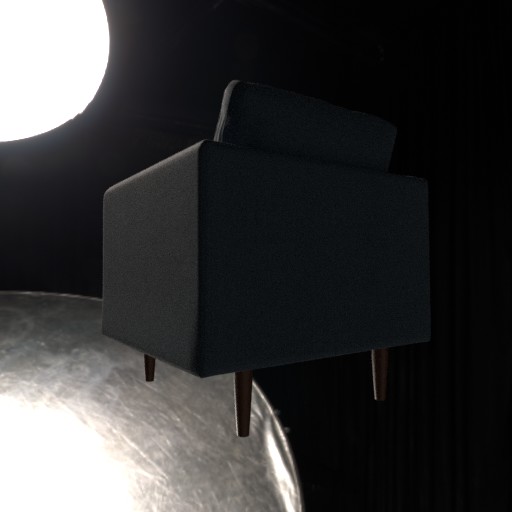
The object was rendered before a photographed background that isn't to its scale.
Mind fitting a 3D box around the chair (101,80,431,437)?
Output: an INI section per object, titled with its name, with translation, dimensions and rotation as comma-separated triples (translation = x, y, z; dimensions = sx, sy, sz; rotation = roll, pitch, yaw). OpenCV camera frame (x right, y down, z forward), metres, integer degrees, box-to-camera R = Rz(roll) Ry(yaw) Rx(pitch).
[chair]
translation = 0.000, 0.000, 1.541
dimensions = 0.855, 0.922, 0.820
rotation = 1, -1, -35
